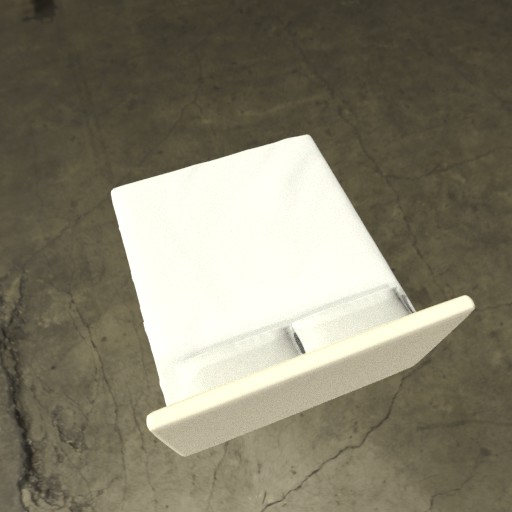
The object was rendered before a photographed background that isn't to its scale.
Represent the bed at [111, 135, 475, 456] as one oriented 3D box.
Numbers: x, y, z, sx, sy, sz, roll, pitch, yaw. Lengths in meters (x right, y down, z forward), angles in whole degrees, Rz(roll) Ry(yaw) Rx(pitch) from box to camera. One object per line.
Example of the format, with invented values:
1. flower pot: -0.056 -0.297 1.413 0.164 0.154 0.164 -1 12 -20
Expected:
1. bed: 0.000 0.000 3.594 2.119 1.317 2.341 -18 62 -10
